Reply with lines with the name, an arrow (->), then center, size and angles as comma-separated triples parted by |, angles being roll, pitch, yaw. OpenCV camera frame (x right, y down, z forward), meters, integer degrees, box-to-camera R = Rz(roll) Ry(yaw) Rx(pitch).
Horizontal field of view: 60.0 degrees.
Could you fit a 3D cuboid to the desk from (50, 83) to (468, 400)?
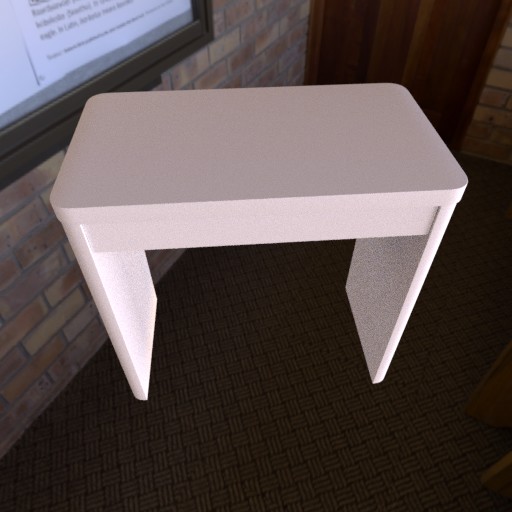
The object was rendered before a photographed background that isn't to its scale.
desk -> 0.000, 0.000, 1.236 | 0.790, 0.760, 0.446 | -3, 46, -3
